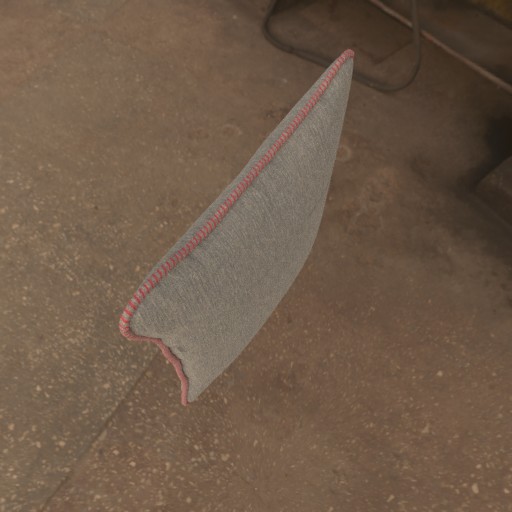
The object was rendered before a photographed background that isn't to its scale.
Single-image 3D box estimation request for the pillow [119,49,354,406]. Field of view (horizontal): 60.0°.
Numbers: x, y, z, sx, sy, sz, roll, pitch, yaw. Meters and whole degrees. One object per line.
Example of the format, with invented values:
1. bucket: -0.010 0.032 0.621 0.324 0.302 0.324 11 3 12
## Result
1. pillow: 0.000 0.000 0.726 0.124 0.491 0.482 31 66 15
